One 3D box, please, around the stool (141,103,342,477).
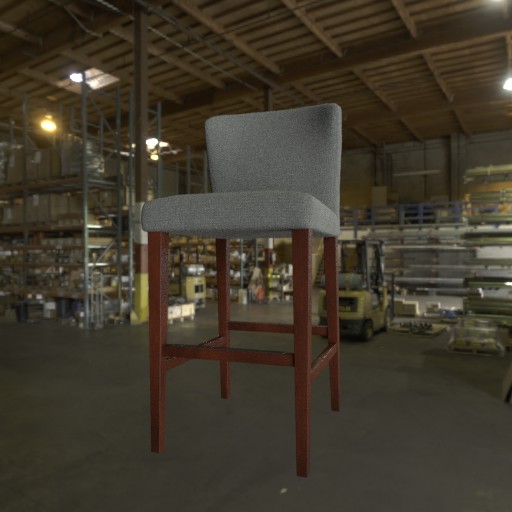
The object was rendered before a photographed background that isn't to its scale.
[{"bbox_3d":[0.000,0.000,1.380,0.486,1.069,0.568,0,0,19],"label":"stool"}]
